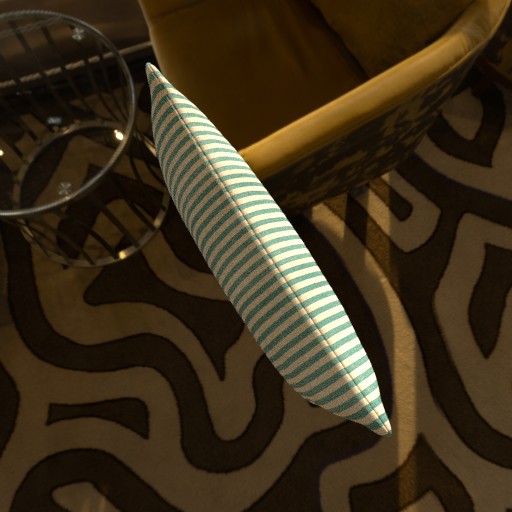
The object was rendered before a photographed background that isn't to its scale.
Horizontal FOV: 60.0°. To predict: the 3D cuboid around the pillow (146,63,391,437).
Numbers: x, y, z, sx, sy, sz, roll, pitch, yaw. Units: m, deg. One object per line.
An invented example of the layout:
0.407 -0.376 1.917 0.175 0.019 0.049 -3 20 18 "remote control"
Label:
0.000 0.000 0.737 0.151 0.295 0.617 -31 77 -8 "pillow"
